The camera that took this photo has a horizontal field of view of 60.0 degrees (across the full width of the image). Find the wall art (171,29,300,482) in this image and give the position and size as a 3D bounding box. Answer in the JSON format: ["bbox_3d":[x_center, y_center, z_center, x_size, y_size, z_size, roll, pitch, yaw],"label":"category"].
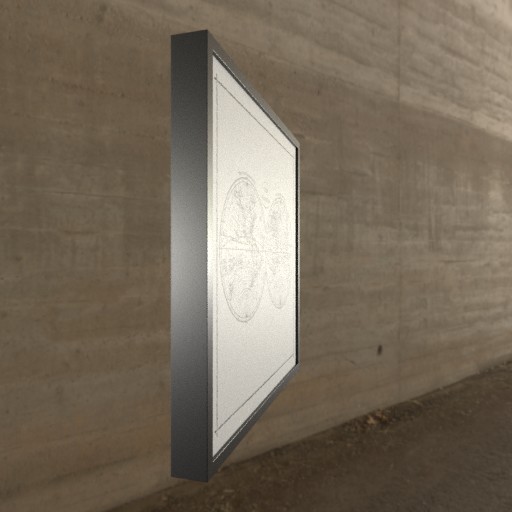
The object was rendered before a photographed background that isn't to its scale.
[{"bbox_3d":[0.000,0.000,0.471,0.029,0.318,0.327,0,0,17],"label":"wall art"}]
